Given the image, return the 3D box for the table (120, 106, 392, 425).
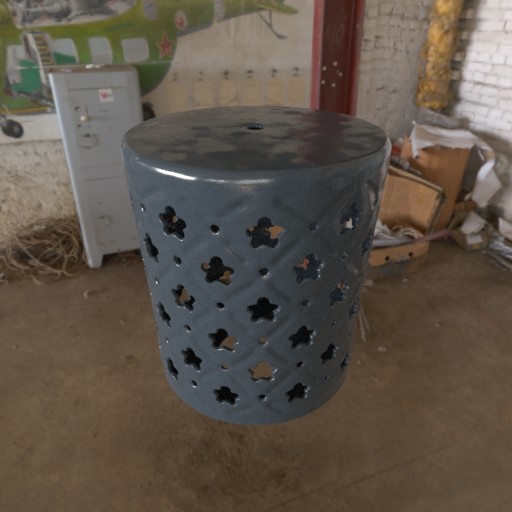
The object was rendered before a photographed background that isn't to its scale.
[{"bbox_3d":[0.000,0.000,0.678,0.352,0.387,0.352,0,29,0],"label":"table"}]
